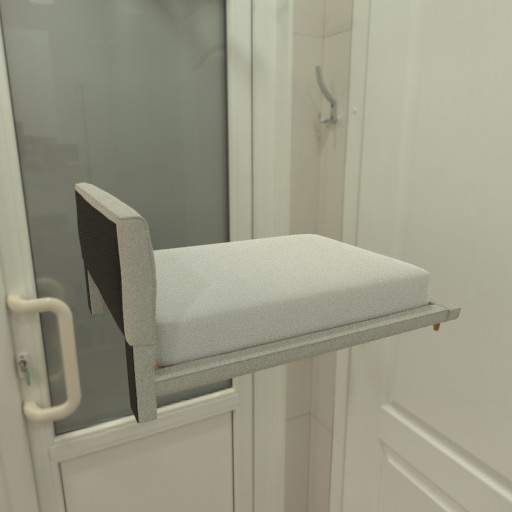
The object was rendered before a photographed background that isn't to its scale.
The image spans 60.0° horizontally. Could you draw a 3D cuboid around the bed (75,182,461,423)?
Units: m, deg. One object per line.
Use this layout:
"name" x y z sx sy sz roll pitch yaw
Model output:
"bed" 0.000 0.000 3.356 2.368 1.067 1.840 -8 16 -26
